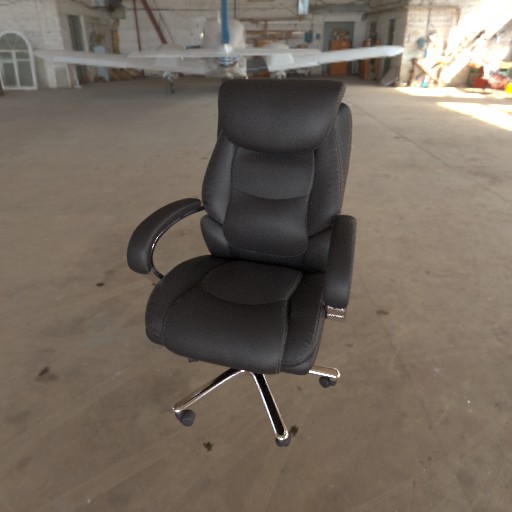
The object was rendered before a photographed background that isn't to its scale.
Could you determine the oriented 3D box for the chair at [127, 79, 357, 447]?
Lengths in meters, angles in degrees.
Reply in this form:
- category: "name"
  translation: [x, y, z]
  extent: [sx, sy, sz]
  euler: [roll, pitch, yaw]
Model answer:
- category: "chair"
  translation: [0.000, 0.000, 1.657]
  extent: [0.755, 1.183, 0.790]
  euler: [8, 27, 16]
